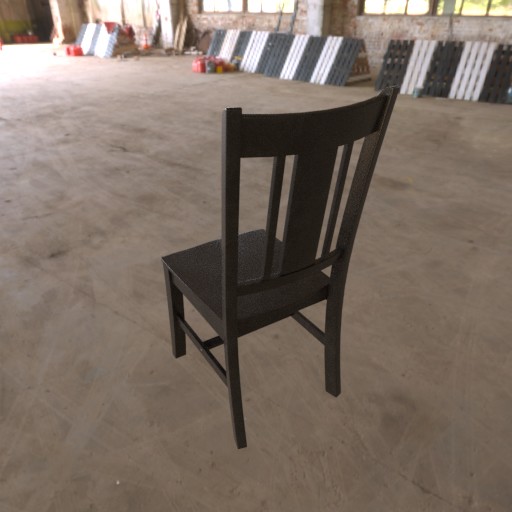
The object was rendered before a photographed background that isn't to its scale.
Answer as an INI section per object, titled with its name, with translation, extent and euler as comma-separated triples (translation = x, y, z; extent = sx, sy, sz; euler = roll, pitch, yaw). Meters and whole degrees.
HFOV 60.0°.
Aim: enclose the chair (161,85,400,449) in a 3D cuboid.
[chair]
translation = 0.000, 0.000, 1.333
extent = 0.450, 0.998, 0.555
euler = -18, 34, -28
